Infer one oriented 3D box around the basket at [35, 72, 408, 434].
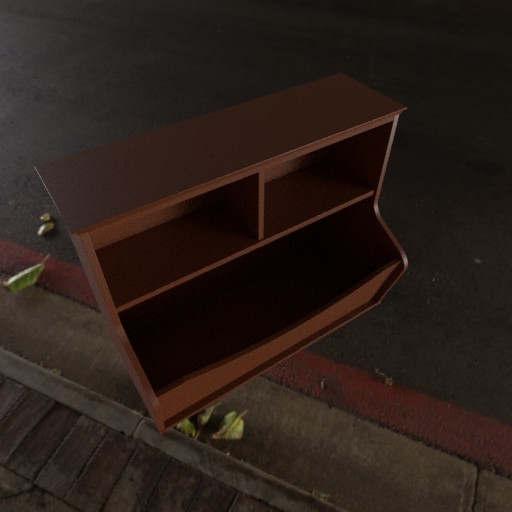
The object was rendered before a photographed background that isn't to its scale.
[{"bbox_3d":[0.000,0.000,1.134,0.792,0.625,0.376,-25,51,-23],"label":"basket"}]
